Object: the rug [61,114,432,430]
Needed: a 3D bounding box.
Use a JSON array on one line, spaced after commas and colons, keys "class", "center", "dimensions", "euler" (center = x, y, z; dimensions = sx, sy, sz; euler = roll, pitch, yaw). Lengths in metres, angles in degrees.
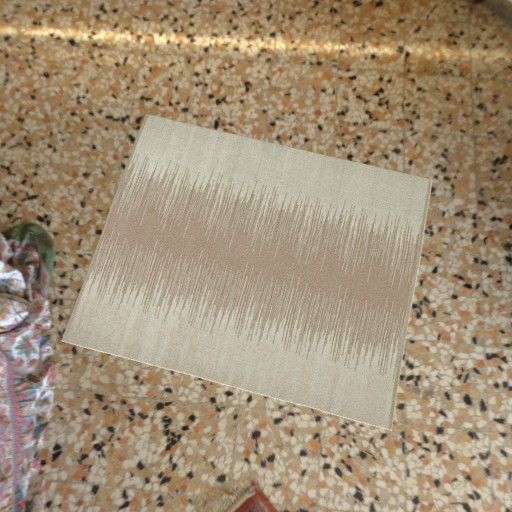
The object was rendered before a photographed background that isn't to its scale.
[{"class": "rug", "center": [0.000, 0.000, 4.238], "dimensions": [3.048, 0.013, 2.438], "euler": [14, 74, 4]}]
